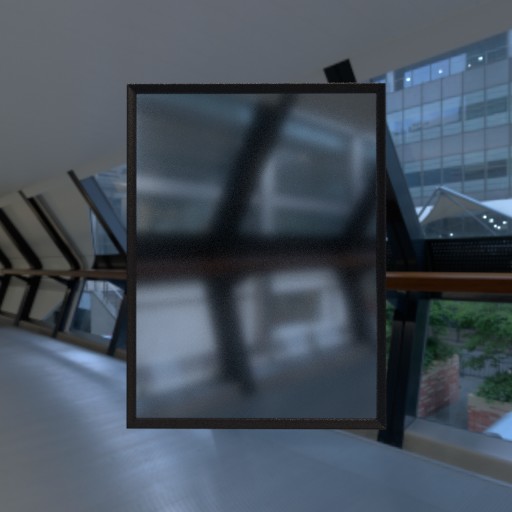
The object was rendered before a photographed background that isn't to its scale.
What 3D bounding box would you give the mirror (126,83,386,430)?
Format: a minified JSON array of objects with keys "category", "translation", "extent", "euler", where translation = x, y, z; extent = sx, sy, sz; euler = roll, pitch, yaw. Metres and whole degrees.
[{"category":"mirror","translation":[0.000,0.000,1.321],"extent":[0.762,1.016,0.041],"euler":[0,0,1]}]
